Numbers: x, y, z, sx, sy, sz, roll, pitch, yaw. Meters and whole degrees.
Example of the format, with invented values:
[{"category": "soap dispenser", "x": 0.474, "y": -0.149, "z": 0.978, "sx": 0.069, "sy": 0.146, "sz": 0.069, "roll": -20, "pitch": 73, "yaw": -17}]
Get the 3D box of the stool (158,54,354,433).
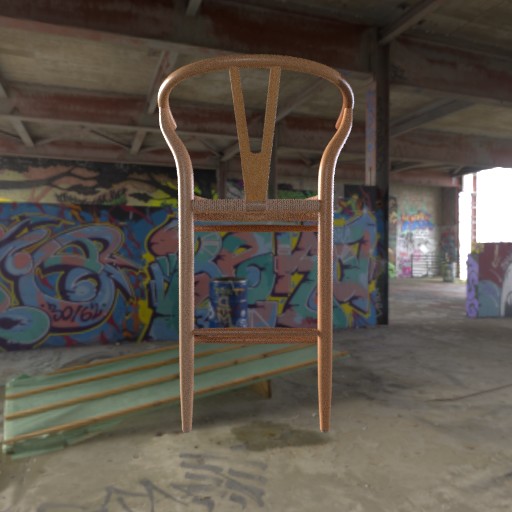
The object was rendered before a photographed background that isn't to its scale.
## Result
[{"category": "stool", "x": 0.000, "y": 0.000, "z": 1.288, "sx": 0.536, "sy": 0.923, "sz": 0.575, "roll": 0, "pitch": 1, "yaw": 0}]
